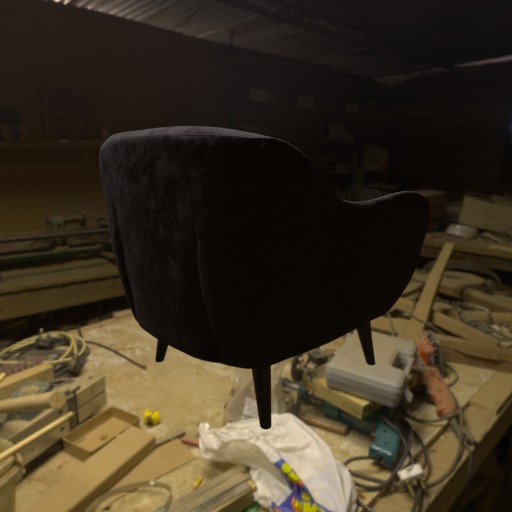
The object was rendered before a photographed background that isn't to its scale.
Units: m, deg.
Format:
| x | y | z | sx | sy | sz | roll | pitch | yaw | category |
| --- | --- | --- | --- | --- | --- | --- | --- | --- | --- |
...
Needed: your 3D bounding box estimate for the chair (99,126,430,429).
| x | y | z | sx | sy | sz | roll | pitch | yaw | category |
| --- | --- | --- | --- | --- | --- | --- | --- | --- | --- |
| 0.000 | 0.000 | 1.491 | 0.819 | 0.807 | 0.840 | -13 | 19 | -42 | chair |
